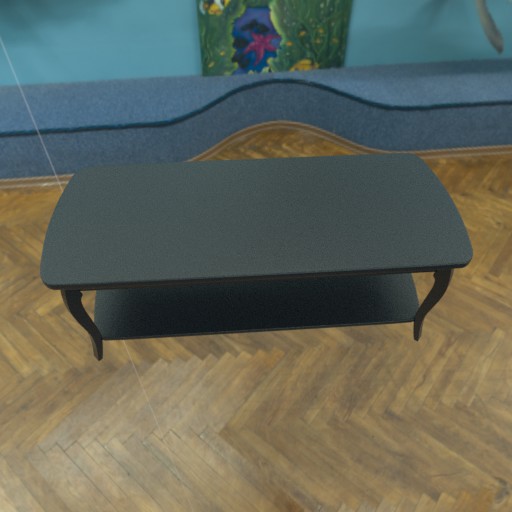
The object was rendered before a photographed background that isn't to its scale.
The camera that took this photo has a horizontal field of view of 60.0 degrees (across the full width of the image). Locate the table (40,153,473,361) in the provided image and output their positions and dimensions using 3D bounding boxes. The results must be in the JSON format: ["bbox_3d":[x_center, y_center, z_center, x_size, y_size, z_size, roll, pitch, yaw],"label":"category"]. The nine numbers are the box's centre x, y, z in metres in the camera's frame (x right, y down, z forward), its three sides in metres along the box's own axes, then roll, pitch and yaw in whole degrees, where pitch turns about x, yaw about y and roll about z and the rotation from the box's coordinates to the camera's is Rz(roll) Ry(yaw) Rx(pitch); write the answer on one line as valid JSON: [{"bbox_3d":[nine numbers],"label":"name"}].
[{"bbox_3d":[0.000,0.000,1.631,1.333,0.457,0.571,-3,47,-3],"label":"table"}]
